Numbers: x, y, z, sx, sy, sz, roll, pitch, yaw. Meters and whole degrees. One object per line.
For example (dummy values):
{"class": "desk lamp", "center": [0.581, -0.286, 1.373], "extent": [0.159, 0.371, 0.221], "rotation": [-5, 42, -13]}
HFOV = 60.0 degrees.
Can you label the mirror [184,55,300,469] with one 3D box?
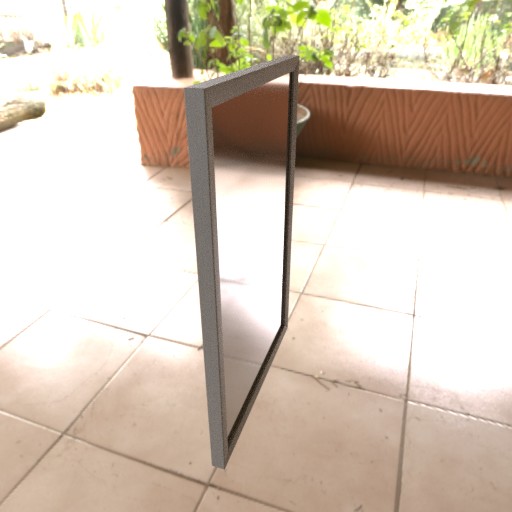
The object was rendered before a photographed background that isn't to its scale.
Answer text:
{"class": "mirror", "center": [0.000, 0.000, 1.162], "extent": [0.040, 0.915, 0.609], "rotation": [9, 30, 16]}
